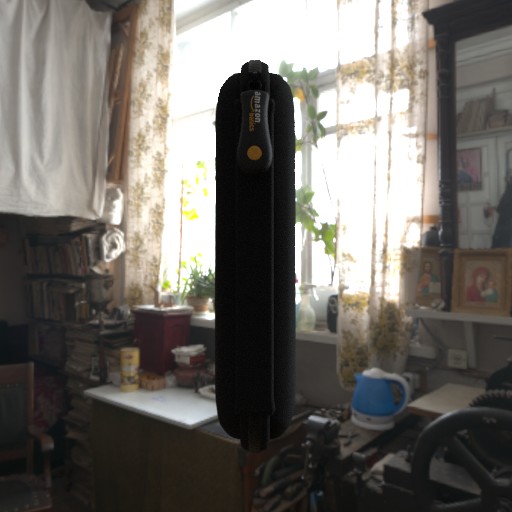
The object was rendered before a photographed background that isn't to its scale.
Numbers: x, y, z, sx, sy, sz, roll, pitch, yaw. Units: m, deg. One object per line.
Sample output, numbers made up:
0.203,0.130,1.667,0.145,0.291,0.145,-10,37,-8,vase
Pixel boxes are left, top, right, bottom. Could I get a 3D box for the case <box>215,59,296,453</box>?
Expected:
0.000,0.000,0.191,0.030,0.147,0.107,0,0,1,case
